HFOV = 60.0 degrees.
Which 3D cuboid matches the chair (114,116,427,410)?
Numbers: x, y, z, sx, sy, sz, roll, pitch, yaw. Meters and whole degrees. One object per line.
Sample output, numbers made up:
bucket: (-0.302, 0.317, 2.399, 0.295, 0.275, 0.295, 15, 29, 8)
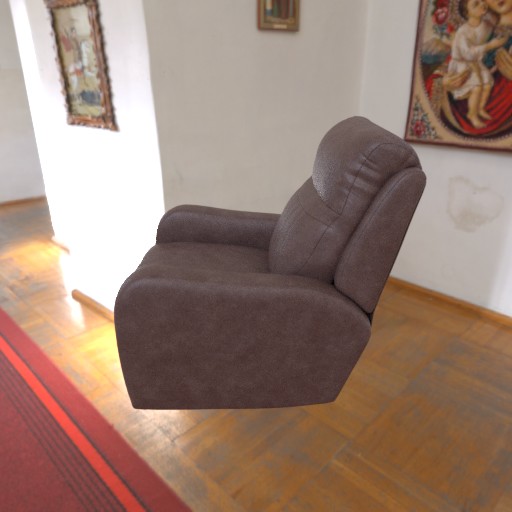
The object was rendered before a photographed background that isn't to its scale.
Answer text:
chair: (0.000, 0.000, 1.840, 1.067, 1.067, 0.865, 0, 24, 0)
